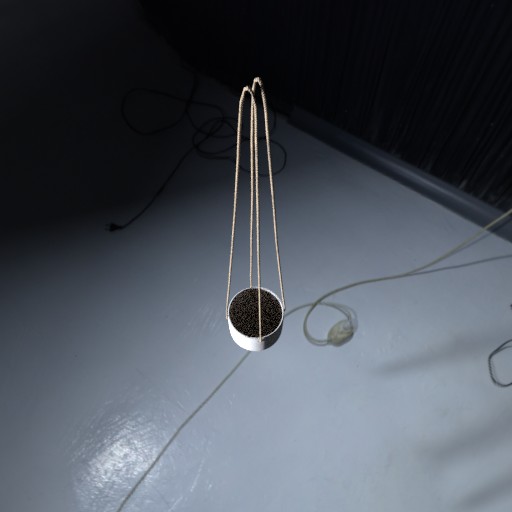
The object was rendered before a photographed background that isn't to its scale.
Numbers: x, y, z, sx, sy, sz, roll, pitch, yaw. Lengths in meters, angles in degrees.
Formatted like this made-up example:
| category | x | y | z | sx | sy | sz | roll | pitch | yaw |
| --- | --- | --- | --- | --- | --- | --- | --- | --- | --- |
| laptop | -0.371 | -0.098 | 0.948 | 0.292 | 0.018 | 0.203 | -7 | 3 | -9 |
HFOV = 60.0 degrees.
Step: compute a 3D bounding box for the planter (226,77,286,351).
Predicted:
| category | x | y | z | sx | sy | sz | roll | pitch | yaw |
| --- | --- | --- | --- | --- | --- | --- | --- | --- | --- |
| planter | 0.000 | 0.000 | 0.894 | 0.146 | 0.841 | 0.146 | 32 | 65 | 17 |
